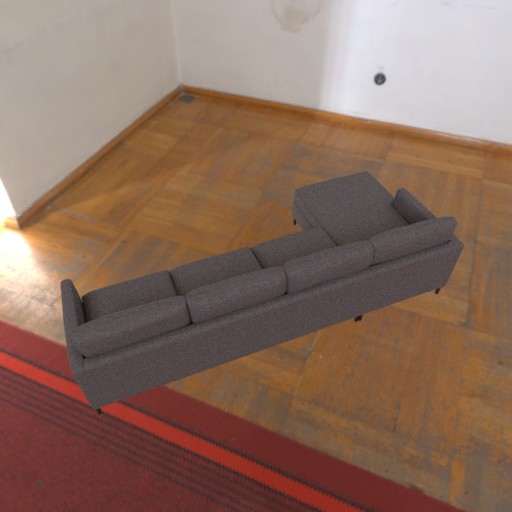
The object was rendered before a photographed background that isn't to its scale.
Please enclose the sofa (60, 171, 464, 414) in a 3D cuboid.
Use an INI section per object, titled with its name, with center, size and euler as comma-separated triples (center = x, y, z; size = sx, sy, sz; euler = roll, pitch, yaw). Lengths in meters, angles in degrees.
[sofa]
center = 0.000, 0.000, 3.299
size = 2.731, 0.754, 1.258
euler = -16, 48, -15
